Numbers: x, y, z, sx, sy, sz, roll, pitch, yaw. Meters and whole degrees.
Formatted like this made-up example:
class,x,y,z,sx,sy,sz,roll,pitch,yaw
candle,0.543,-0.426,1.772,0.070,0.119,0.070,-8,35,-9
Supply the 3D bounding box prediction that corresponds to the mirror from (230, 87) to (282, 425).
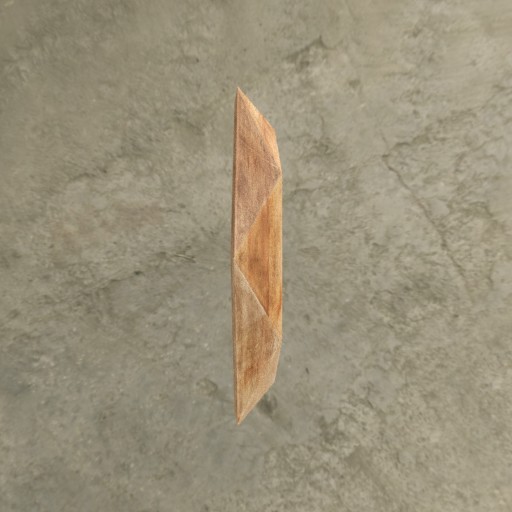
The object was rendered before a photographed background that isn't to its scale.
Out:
class,x,y,z,sx,sy,sz,roll,pitch,yaw
mirror,0.000,0.000,1.077,0.091,0.779,0.675,0,90,-1
